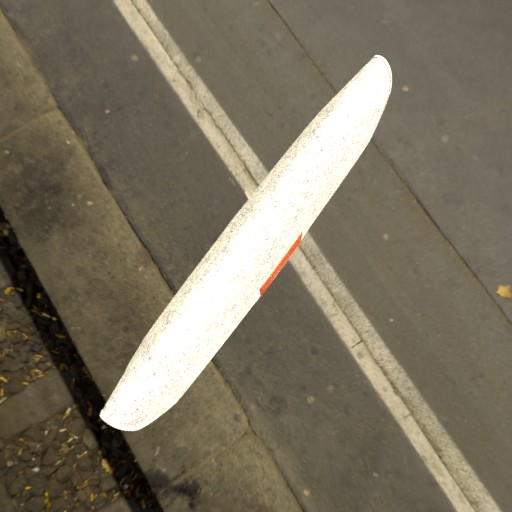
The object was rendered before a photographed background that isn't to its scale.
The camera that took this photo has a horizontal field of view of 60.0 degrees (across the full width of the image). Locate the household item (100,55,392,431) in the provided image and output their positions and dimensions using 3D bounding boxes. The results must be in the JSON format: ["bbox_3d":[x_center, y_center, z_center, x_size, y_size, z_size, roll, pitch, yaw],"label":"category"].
[{"bbox_3d":[0.000,0.000,0.424,0.057,0.221,0.335,35,79,8],"label":"household item"}]
